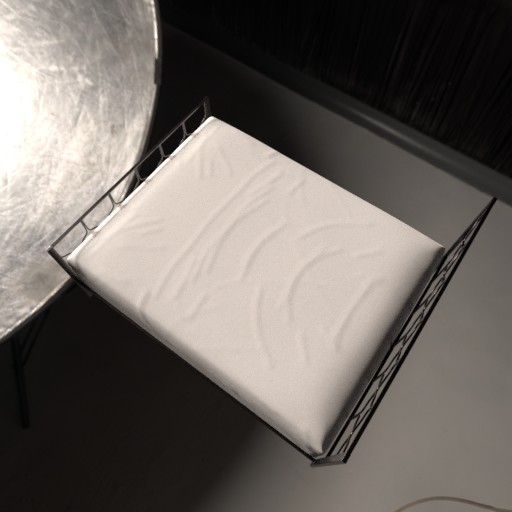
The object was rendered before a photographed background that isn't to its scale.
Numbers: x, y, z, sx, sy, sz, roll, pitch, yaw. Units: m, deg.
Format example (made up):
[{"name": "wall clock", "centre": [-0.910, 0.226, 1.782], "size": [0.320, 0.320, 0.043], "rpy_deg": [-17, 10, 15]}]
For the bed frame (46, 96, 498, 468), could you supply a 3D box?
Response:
[{"name": "bed frame", "centre": [0.000, 0.000, 2.917], "size": [2.063, 1.222, 1.597], "rpy_deg": [33, 68, 15]}]
